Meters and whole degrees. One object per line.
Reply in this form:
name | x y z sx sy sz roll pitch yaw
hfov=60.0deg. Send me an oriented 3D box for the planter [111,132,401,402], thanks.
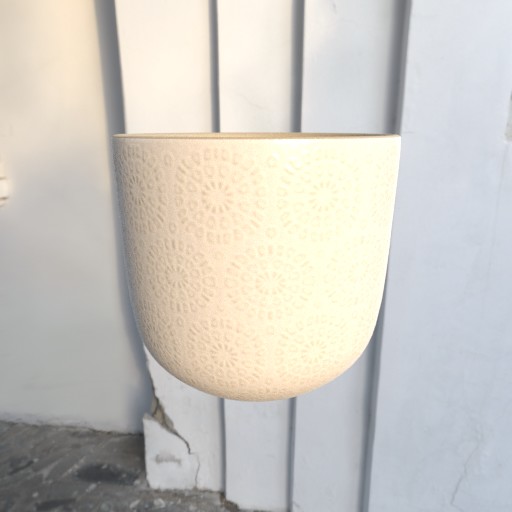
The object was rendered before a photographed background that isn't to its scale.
planter | 0.000 0.000 0.358 0.208 0.190 0.208 0 16 0
